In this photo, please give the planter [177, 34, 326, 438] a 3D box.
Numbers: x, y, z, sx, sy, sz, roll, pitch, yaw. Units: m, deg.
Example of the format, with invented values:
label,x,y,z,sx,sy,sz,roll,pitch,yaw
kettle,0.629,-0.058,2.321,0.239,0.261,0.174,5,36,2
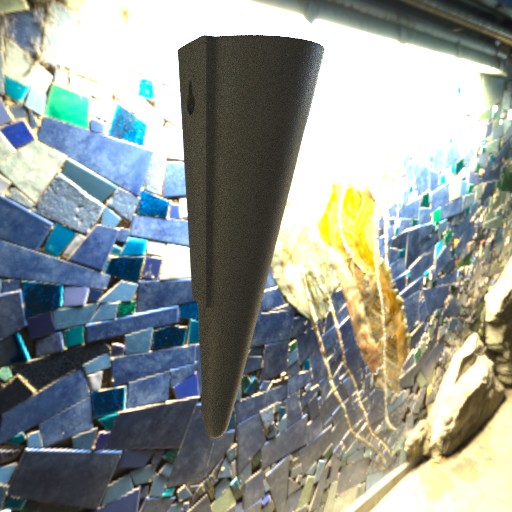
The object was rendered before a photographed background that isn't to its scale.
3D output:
label,x,y,z,sx,sy,sz,roll,pitch,yaw
planter,0.000,0.000,0.222,0.064,0.191,0.057,-8,16,-27
